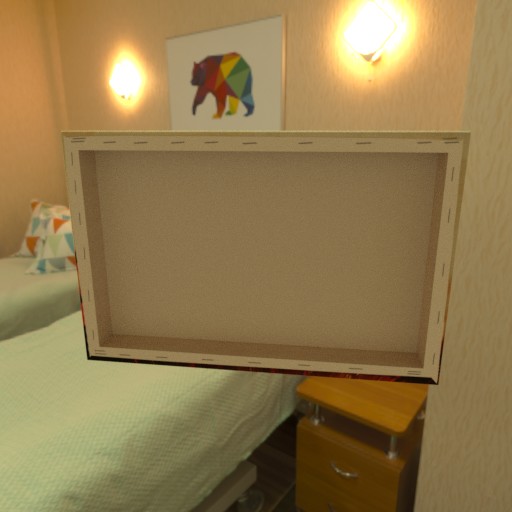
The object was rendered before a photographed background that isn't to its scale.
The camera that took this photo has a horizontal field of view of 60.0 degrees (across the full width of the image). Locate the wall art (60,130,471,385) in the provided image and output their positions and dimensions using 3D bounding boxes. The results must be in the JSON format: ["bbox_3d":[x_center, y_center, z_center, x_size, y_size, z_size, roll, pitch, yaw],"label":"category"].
[{"bbox_3d":[0.000,0.000,0.462,0.383,0.251,0.037,2,16,7],"label":"wall art"}]
